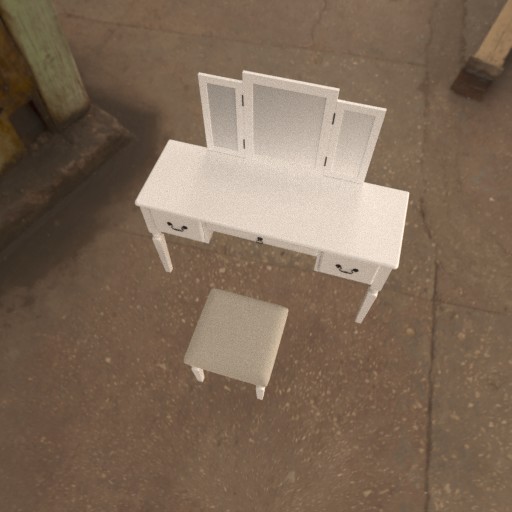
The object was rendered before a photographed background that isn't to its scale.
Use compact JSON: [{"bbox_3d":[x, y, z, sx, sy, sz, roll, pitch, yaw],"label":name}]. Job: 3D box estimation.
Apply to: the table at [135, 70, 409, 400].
[{"bbox_3d":[0.000,0.000,2.257,1.369,1.310,1.115,14,60,8],"label":"table"}]
